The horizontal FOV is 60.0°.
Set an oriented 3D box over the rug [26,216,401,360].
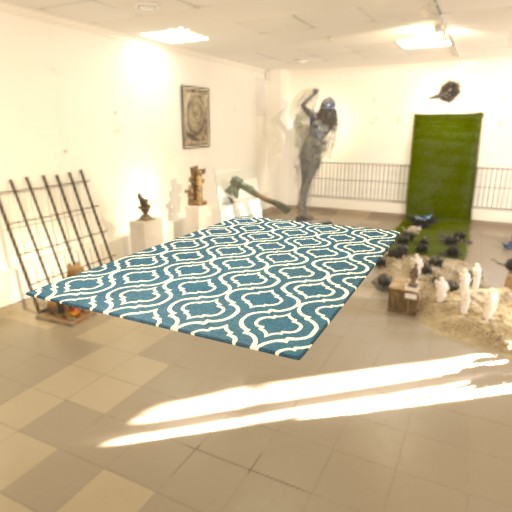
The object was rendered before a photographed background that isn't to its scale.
[{"bbox_3d":[0.000,0.000,2.237,1.143,0.010,1.753,8,18,25],"label":"rug"}]
